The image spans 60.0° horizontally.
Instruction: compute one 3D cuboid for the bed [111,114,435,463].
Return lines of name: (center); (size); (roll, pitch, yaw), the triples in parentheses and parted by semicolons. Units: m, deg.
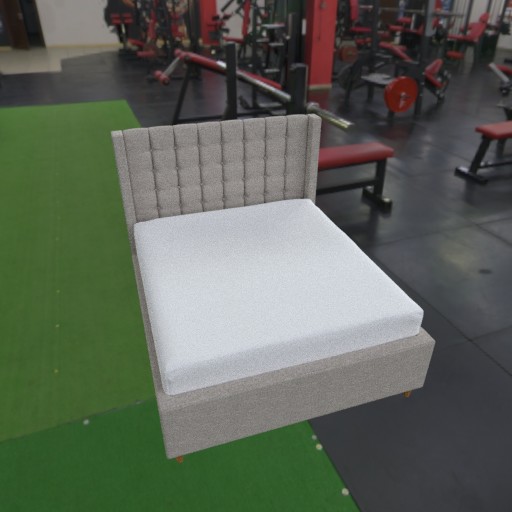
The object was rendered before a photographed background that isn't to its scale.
bed: (0.000, 0.000, 3.845); (2.044, 1.748, 2.372); (-10, 33, -15)
